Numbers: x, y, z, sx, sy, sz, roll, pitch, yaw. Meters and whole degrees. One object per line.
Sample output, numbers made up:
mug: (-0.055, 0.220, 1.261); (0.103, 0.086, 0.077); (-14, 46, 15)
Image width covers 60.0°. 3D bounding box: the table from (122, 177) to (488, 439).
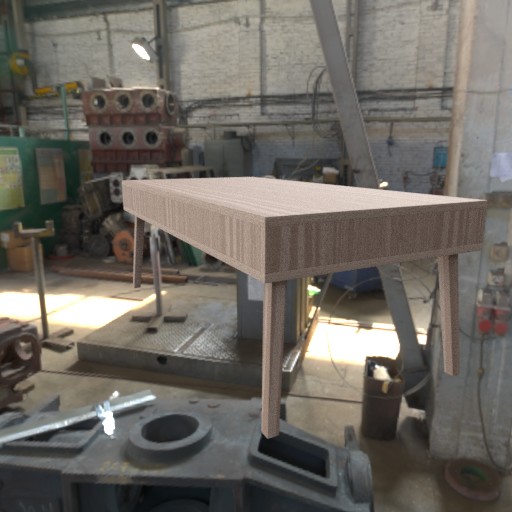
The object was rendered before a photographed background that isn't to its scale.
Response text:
table: (0.000, 0.000, 1.472); (0.600, 0.450, 1.200); (-7, 15, -27)
